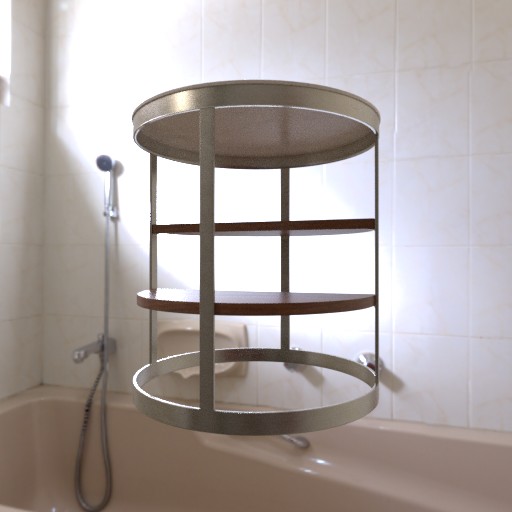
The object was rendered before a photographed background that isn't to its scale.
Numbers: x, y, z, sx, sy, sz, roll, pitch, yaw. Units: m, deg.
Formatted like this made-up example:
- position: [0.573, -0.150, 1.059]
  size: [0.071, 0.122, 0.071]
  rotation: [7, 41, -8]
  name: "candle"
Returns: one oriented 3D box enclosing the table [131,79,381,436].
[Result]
- position: [0.000, 0.000, 0.751]
  size: [0.407, 0.447, 0.407]
  rotation: [0, 0, 0]
  name: "table"
